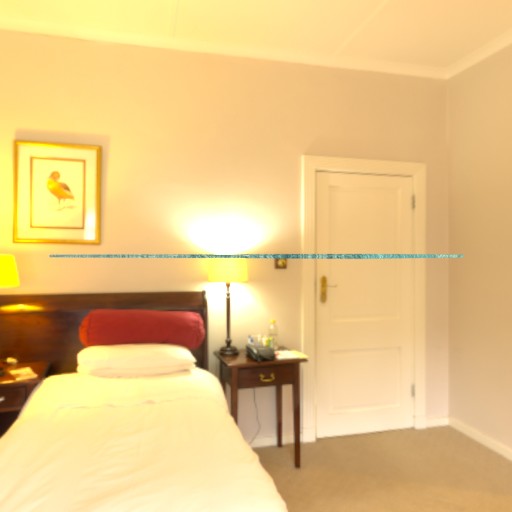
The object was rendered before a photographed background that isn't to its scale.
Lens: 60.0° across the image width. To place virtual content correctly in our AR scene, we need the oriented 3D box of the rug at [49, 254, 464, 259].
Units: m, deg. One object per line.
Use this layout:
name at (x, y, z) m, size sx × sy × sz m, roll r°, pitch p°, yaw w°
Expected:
rug at (0.000, 0.000, 4.289) m, size 3.217 × 0.027 × 2.405 m, roll 0°, pitch 0°, yaw 37°
